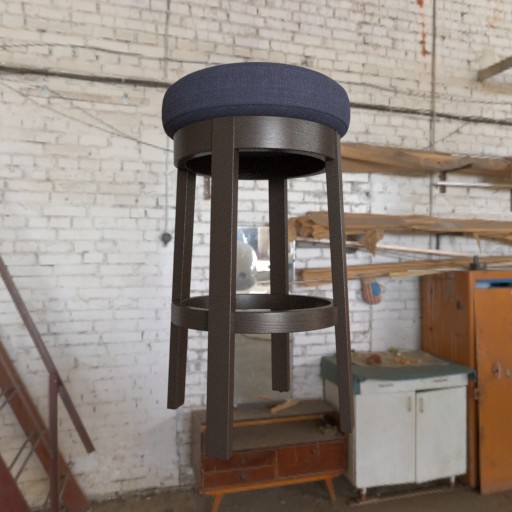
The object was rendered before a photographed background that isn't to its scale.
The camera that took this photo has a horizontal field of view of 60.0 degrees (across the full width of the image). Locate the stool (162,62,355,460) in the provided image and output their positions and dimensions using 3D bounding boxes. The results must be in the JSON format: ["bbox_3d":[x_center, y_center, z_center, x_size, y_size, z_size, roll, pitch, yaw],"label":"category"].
[{"bbox_3d":[0.000,0.000,1.029,0.446,0.758,0.446,0,0,0],"label":"stool"}]
